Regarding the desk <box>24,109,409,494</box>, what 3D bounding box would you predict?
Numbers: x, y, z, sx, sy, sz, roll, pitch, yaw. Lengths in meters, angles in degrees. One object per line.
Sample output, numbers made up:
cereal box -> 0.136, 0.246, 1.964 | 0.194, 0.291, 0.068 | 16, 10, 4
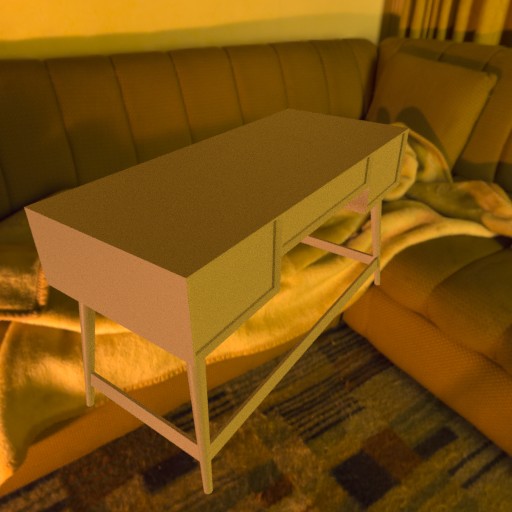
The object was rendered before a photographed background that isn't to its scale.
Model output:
desk -> 0.000, 0.000, 1.676 | 0.589, 0.762, 1.313 | 20, 37, 29
